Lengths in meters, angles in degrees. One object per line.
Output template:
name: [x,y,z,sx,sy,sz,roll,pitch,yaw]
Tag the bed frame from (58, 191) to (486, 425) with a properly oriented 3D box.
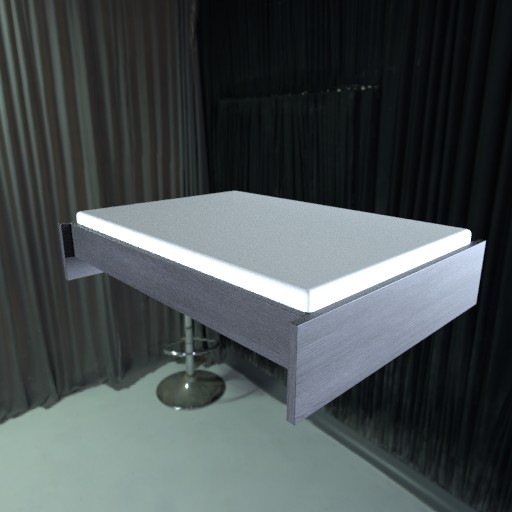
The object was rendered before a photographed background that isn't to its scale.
bed frame: [0.000,0.000,2.566,1.490,0.432,1.950,-15,23,-41]
